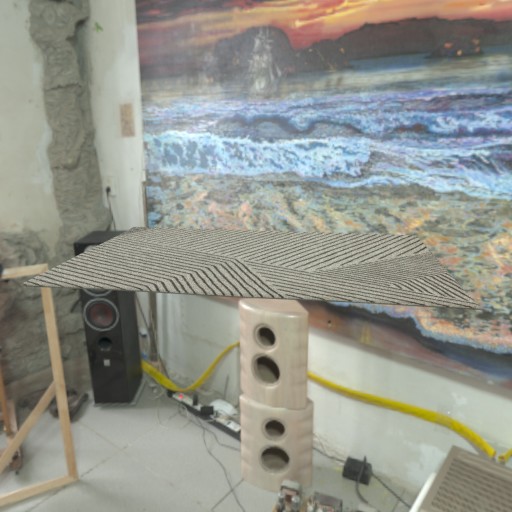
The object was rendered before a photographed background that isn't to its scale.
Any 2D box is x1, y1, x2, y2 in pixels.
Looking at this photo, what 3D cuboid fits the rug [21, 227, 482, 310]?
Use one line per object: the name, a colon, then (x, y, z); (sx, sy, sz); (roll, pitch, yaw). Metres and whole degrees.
rug: (0.000, 0.000, 3.009); (2.406, 0.023, 1.539); (2, 16, 8)
